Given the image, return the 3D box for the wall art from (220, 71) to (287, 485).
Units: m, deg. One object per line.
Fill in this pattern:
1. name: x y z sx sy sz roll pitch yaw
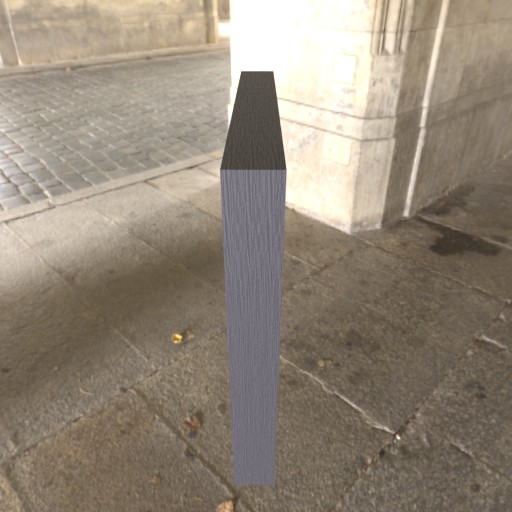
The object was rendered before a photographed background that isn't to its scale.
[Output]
1. wall art: 0.000 0.000 0.449 0.036 0.300 0.302 0 32 0
